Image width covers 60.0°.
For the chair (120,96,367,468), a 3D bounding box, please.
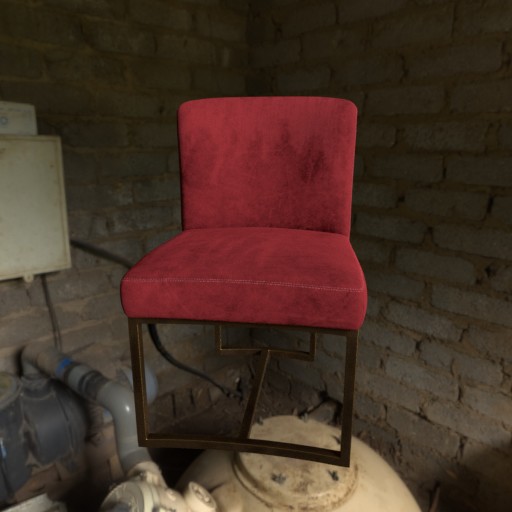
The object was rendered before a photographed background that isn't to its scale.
[{"bbox_3d":[0.000,0.000,1.161,0.530,0.824,0.560,2,15,8],"label":"chair"}]
